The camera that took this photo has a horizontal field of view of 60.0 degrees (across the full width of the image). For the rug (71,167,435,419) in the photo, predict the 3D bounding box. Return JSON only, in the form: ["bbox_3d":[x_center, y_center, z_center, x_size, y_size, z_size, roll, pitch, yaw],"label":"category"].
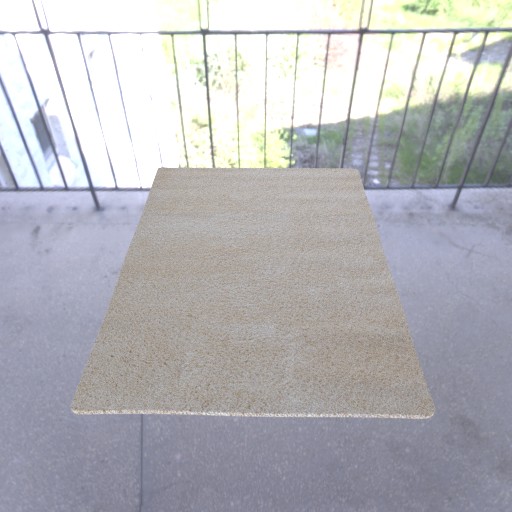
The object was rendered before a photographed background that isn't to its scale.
[{"bbox_3d":[0.000,0.000,2.053,1.199,0.025,1.600,1,41,1],"label":"rug"}]
